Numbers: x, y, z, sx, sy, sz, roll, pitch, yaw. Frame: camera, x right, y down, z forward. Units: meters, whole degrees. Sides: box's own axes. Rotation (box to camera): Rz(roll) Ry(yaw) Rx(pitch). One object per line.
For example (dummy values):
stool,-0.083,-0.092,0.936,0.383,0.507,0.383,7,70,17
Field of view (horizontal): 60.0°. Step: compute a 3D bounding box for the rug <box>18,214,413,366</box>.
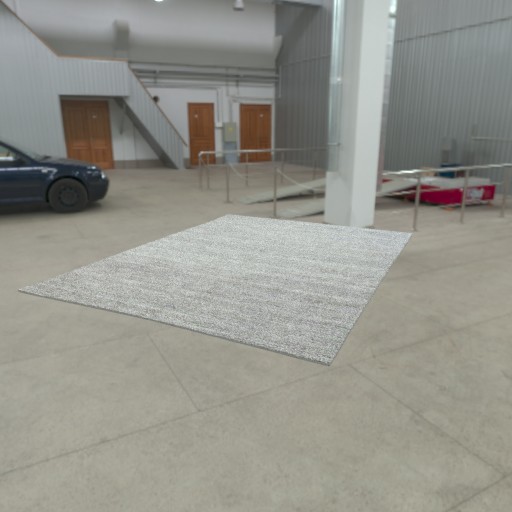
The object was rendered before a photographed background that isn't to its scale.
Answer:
rug,0.000,0.000,4.195,2.434,0.045,3.202,8,19,25
